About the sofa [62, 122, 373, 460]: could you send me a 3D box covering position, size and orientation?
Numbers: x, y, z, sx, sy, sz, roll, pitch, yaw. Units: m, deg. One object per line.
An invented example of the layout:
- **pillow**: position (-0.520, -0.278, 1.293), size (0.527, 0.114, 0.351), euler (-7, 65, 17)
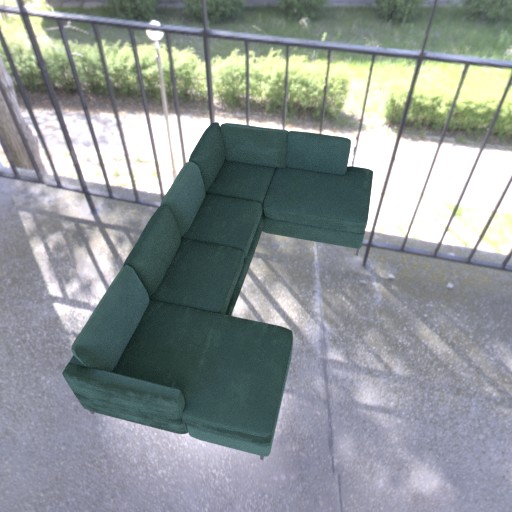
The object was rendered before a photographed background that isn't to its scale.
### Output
- **sofa**: position (0.000, 0.000, 4.335), size (2.055, 0.992, 3.434), euler (10, 47, 10)
